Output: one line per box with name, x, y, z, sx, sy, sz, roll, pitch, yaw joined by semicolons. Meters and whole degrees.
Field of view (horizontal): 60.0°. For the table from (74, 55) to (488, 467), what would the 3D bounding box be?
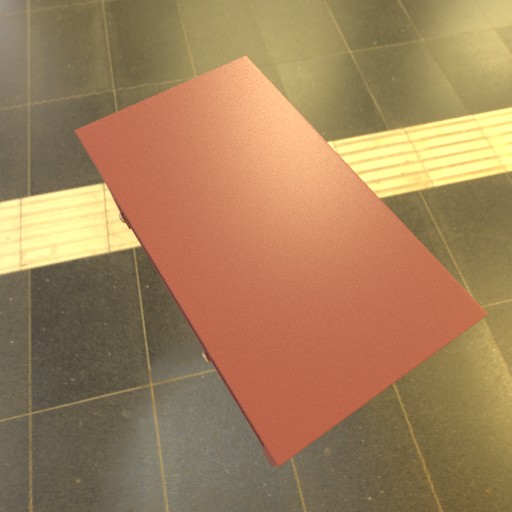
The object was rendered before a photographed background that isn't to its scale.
table;0.000;0.000;1.392;0.612;0.493;1.068;-30;66;-14
